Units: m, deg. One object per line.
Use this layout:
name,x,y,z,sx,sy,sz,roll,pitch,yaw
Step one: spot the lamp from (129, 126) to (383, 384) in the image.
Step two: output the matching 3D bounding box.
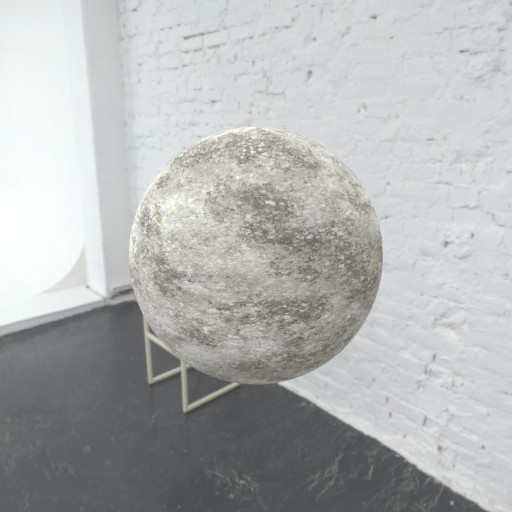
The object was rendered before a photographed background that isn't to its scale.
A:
lamp,0.000,0.000,0.766,0.422,0.429,0.422,0,16,0
